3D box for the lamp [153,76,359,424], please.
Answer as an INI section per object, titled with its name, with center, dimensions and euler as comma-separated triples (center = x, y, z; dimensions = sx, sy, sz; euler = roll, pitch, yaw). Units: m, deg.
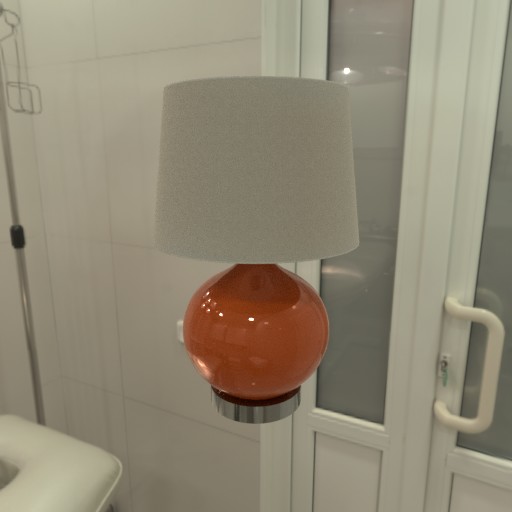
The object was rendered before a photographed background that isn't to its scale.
[lamp]
center = 0.000, 0.000, 0.547
dimensions = 0.247, 0.387, 0.247
euler = 0, 14, 0
